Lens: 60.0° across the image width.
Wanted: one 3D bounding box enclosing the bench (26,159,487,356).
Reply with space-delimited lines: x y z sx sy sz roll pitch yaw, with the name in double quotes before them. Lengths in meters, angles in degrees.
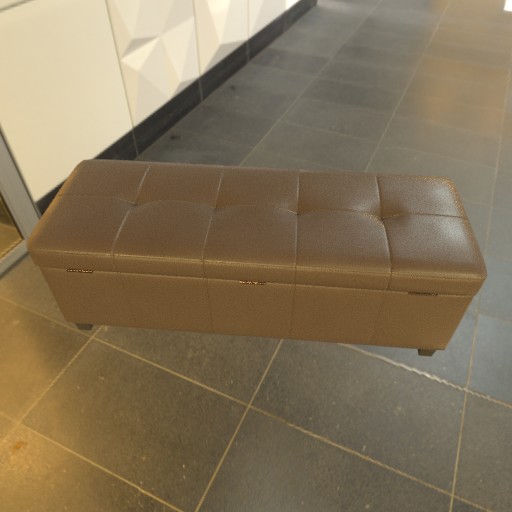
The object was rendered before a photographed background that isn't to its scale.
"bench" 0.000 0.000 1.423 1.219 0.417 0.450 4 45 4
